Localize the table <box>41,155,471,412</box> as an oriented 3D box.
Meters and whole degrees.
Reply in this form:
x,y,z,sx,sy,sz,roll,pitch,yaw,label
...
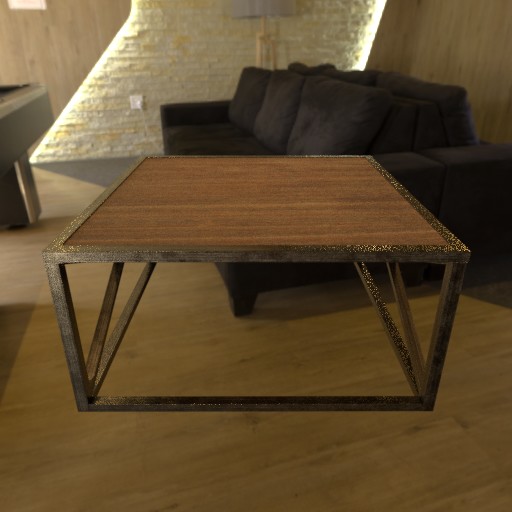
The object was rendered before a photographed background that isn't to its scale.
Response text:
x,y,z,sx,sy,sz,roll,pitch,yaw,label
0.000,0.000,1.439,0.909,0.451,0.899,0,25,0,table
